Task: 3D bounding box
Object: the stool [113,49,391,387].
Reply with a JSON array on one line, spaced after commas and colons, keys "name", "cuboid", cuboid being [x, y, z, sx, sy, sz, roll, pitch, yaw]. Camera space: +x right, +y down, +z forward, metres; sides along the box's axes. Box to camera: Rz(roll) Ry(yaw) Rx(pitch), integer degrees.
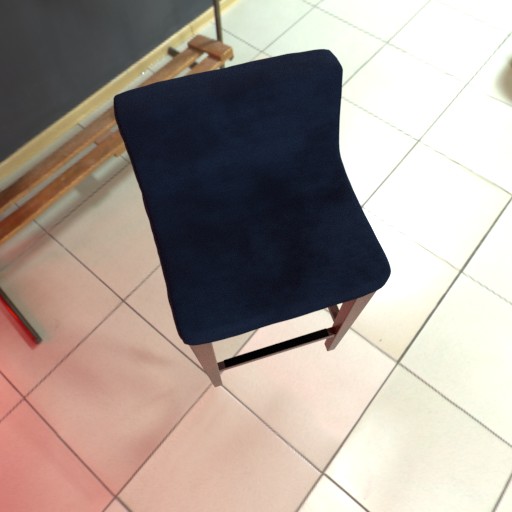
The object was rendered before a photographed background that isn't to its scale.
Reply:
[{"name": "stool", "cuboid": [0.000, 0.000, 1.284, 0.511, 0.945, 0.516, -16, 65, -8]}]
